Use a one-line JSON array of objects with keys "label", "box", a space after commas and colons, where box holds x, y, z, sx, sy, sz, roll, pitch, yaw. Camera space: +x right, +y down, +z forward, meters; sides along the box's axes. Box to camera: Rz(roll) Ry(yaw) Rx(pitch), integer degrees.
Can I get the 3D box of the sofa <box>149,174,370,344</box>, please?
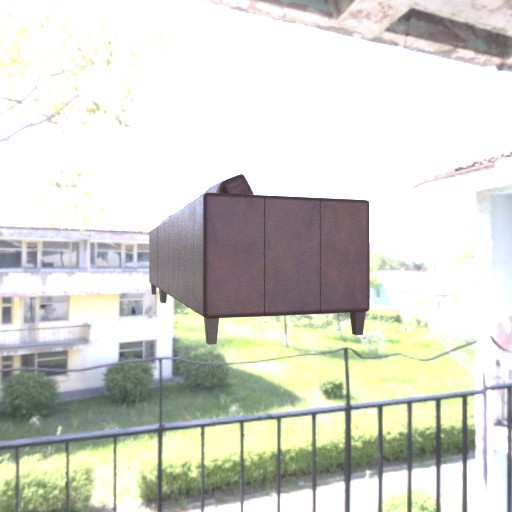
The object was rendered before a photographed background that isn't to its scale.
[{"label": "sofa", "box": [0.000, 0.000, 3.904, 1.581, 0.883, 3.203, 0, 0, -18]}]
